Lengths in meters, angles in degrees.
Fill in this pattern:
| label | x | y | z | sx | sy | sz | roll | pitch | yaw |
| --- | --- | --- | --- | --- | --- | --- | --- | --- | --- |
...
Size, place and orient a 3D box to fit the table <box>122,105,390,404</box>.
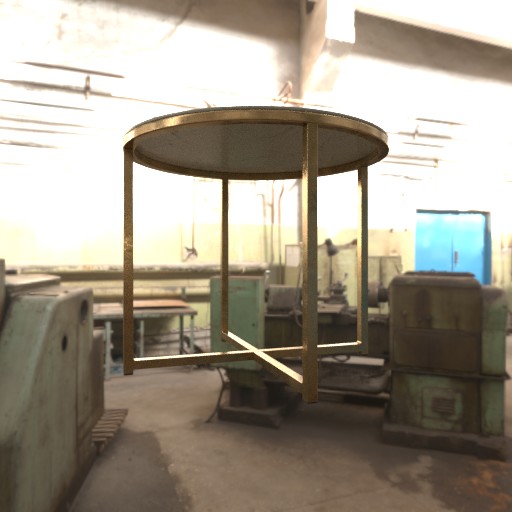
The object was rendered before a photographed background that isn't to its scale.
| label | x | y | z | sx | sy | sz | roll | pitch | yaw |
| --- | --- | --- | --- | --- | --- | --- | --- | --- | --- |
| table | 0.000 | 0.000 | 0.866 | 0.500 | 0.420 | 0.500 | 0 | 0 | 0 |
